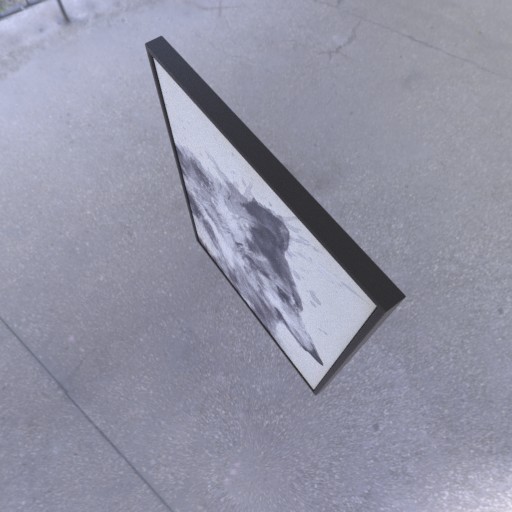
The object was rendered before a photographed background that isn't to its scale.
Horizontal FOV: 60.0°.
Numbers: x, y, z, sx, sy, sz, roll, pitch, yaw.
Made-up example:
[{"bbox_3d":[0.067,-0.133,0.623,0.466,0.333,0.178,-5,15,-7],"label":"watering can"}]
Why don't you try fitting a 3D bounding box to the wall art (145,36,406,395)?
[{"bbox_3d":[0.000,0.000,0.748,0.028,0.551,0.451,-34,69,-15],"label":"wall art"}]
